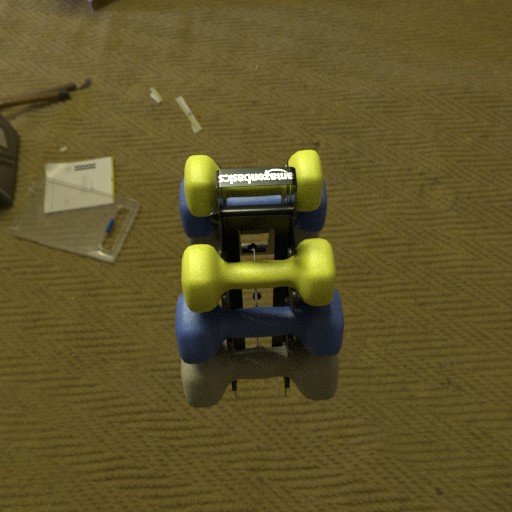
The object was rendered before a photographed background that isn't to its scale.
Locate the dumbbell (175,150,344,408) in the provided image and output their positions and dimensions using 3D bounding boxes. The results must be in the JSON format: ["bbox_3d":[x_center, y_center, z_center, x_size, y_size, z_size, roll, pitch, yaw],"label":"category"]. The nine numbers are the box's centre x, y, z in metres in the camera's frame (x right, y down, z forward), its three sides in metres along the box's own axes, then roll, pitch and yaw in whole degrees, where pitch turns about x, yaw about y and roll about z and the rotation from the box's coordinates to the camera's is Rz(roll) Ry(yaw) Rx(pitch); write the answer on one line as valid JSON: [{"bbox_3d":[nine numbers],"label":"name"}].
[{"bbox_3d":[0.000,0.000,0.699,0.261,0.426,0.416,-2,64,-1],"label":"dumbbell"}]
